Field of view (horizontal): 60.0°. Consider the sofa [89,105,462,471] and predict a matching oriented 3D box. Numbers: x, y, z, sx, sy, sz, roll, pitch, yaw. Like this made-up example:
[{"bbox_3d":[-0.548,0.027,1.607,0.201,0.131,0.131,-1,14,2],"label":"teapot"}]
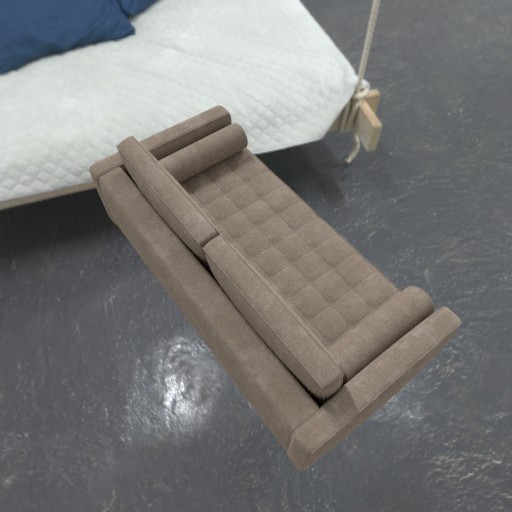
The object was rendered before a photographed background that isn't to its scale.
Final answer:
[{"bbox_3d":[0.000,0.000,2.326,0.920,0.769,1.883,-33,62,-20],"label":"sofa"}]
